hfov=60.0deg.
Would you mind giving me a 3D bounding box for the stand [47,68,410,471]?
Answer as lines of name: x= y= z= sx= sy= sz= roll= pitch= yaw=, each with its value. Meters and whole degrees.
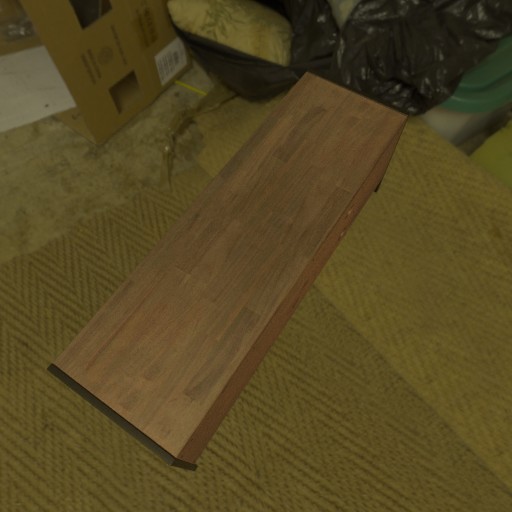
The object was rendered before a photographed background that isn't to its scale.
stand: x=0.000 y=0.000 z=1.709 sx=0.454 sy=0.506 sz=1.480 roll=30 pitch=67 yaw=15
